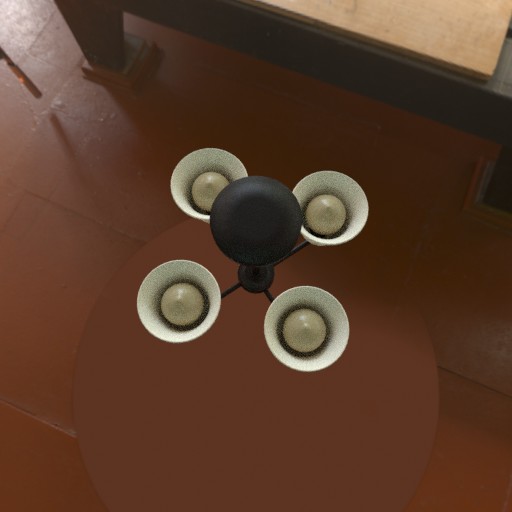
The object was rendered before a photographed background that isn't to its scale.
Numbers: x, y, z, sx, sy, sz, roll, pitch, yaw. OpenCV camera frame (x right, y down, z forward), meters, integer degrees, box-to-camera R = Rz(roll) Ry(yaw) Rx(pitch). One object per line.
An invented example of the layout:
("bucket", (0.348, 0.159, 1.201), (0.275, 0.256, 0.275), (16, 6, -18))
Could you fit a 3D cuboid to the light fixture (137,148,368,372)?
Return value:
("light fixture", (0.000, 0.000, 1.878), (1.069, 0.925, 1.069), (-32, 77, -8))
